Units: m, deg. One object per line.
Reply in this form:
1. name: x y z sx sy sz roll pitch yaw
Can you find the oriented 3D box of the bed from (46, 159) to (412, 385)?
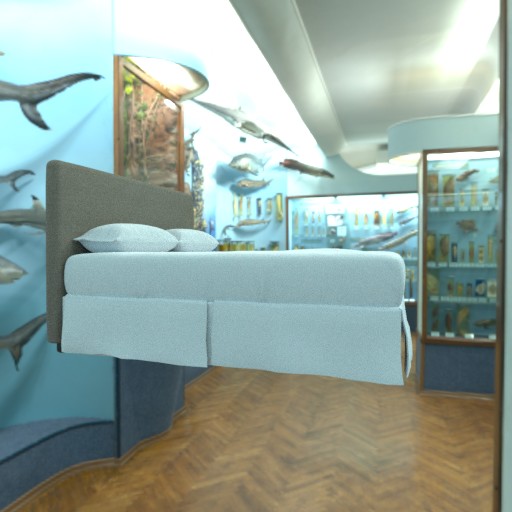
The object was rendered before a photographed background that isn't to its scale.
1. bed: 0.000 0.000 3.552 2.341 1.317 2.119 0 1 18
